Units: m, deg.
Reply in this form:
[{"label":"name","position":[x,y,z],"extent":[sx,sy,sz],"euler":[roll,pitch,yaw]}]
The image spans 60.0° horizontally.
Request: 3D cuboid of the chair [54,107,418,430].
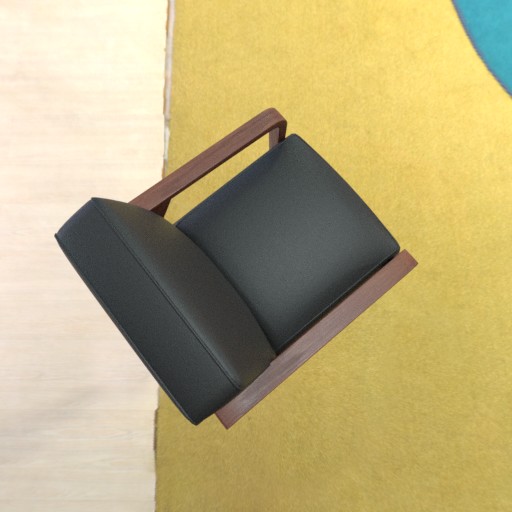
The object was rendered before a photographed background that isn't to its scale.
[{"label":"chair","position":[0.000,0.000,1.486],"extent":[0.889,0.861,0.719],"euler":[-38,79,-9]}]
